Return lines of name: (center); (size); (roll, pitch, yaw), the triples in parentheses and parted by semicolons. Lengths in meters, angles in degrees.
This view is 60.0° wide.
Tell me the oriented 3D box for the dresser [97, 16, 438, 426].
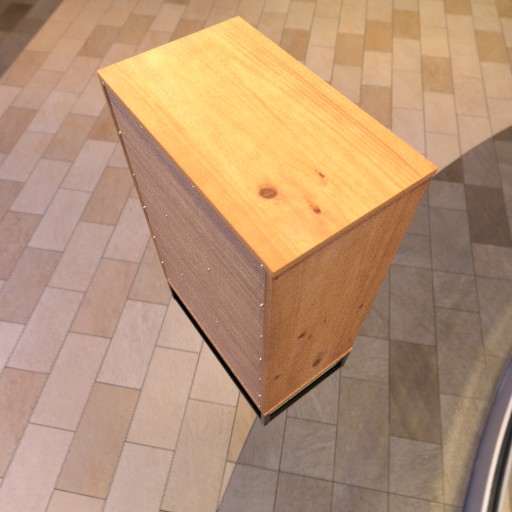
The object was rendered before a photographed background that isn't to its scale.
dresser: (0.000, 0.000, 1.574); (0.479, 1.240, 0.761); (-31, 62, -19)
